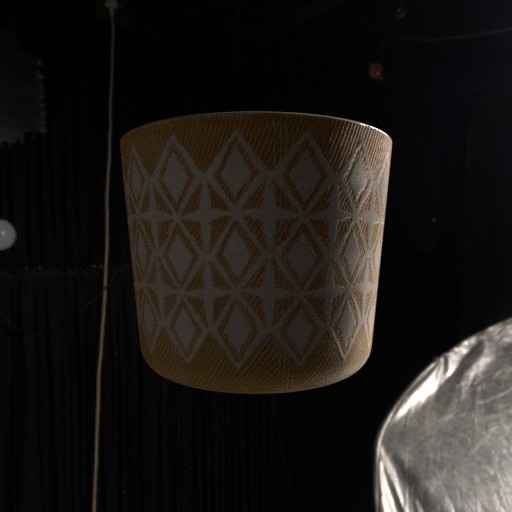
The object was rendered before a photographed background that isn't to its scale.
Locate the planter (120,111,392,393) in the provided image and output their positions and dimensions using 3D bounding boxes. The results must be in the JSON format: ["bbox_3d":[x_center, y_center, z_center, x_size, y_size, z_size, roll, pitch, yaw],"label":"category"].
[{"bbox_3d":[0.000,0.000,0.217,0.126,0.104,0.126,0,2,0],"label":"planter"}]
